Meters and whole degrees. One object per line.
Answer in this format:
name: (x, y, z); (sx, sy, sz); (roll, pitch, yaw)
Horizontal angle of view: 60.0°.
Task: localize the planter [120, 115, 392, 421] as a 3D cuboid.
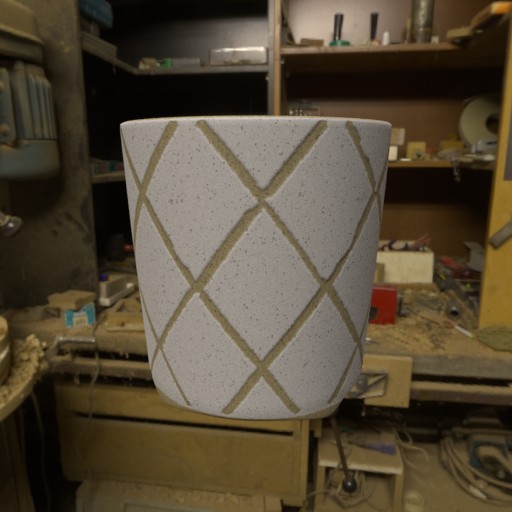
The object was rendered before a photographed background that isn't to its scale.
planter: (0.000, 0.000, 0.414); (0.228, 0.235, 0.228); (0, 13, 0)
